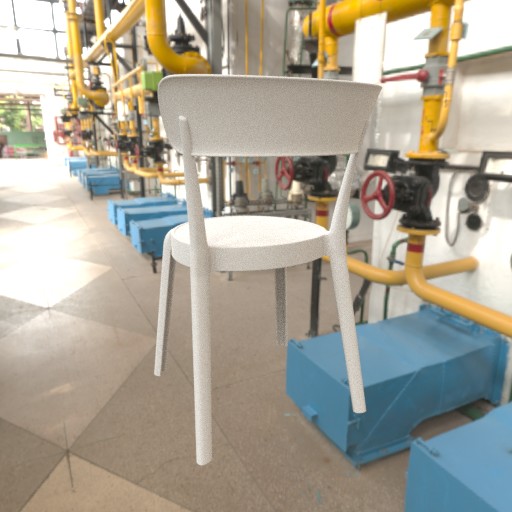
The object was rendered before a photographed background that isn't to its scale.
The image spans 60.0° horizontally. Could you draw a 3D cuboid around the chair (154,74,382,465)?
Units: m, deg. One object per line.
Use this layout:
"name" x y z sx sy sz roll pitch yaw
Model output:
"chair" 0.000 0.000 1.110 0.506 0.790 0.491 -7 17 -25
